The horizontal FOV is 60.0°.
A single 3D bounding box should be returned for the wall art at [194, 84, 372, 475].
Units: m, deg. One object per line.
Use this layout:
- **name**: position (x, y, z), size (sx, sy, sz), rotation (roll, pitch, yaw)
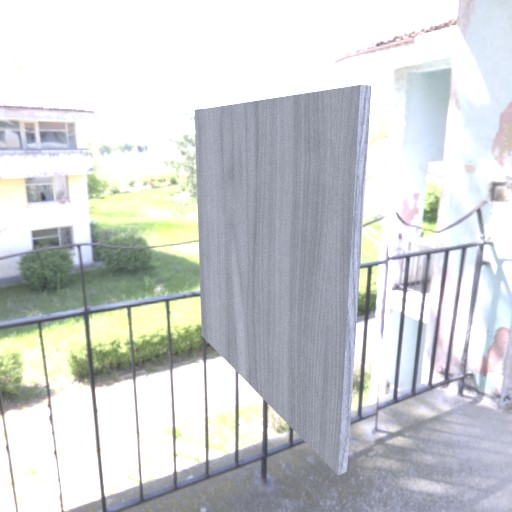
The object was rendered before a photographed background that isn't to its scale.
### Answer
- **wall art**: position (0.000, 0.000, 0.767), size (0.016, 0.507, 0.508), rotation (-8, 17, -27)
